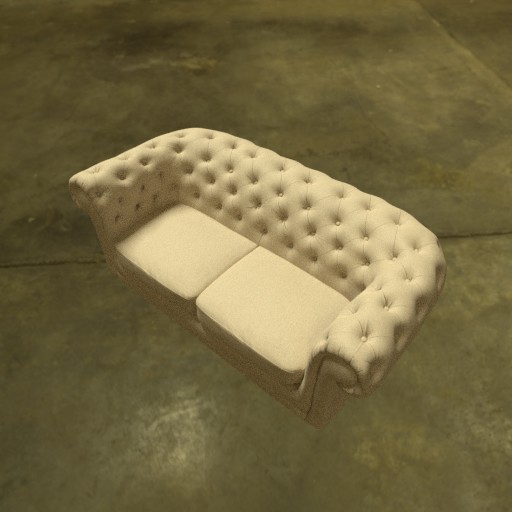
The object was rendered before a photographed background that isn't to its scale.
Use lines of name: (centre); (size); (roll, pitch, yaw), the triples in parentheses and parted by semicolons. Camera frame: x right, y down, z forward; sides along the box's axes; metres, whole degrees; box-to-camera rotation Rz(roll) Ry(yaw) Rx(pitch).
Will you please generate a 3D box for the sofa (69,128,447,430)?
sofa: (0.000, 0.000, 2.567); (1.988, 0.835, 1.069); (31, 52, 28)
